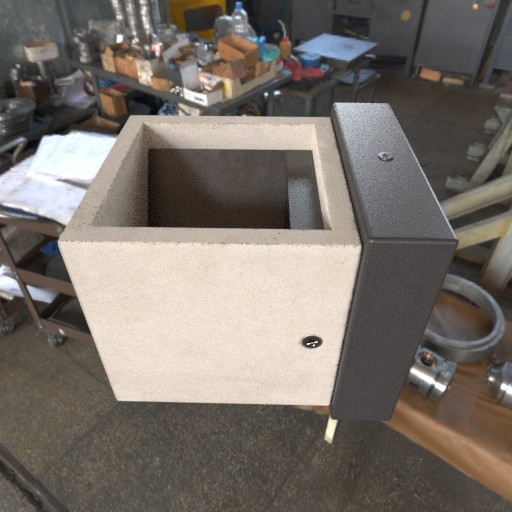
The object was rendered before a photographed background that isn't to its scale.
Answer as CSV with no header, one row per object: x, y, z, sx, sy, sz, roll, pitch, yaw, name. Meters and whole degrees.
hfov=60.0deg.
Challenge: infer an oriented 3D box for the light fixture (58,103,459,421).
0.000,0.000,0.237,0.143,0.121,0.121,1,41,1,light fixture
